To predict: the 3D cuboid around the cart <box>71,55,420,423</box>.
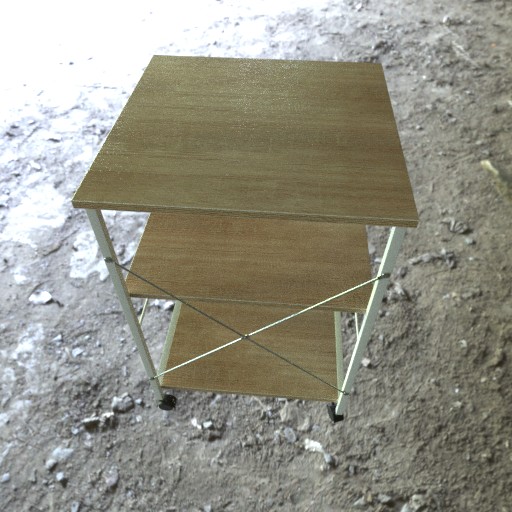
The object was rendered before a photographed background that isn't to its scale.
[{"bbox_3d":[0.000,0.000,1.113,0.521,0.762,0.520,4,47,3],"label":"cart"}]
